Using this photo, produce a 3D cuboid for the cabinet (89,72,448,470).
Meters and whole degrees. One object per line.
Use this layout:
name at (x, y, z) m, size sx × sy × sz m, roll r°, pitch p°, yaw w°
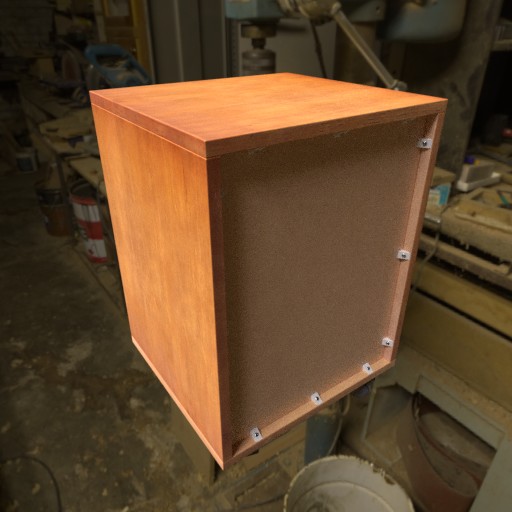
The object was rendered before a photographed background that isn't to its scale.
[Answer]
cabinet at (0.000, 0.000, 0.832) m, size 0.409 × 0.579 × 0.401 m, roll -19°, pitch 34°, yaw -30°
